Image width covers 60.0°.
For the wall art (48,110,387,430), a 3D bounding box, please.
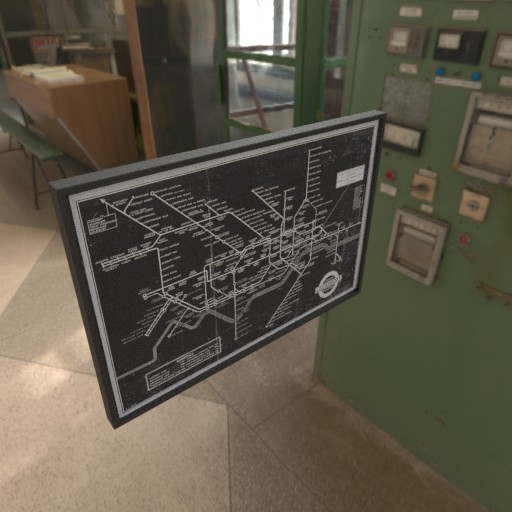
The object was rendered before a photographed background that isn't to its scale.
[{"bbox_3d":[0.000,0.000,0.570,0.443,0.301,0.021,-22,37,-33],"label":"wall art"}]
